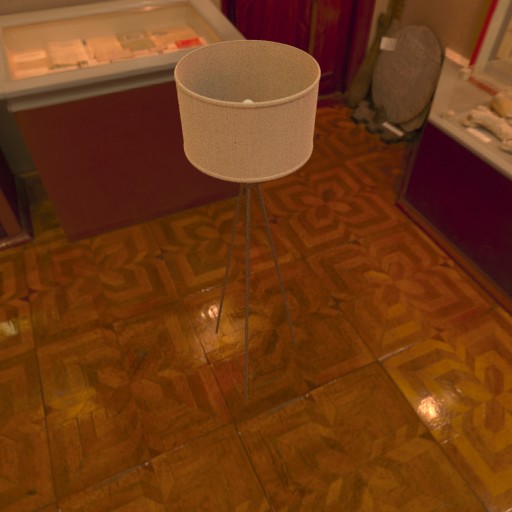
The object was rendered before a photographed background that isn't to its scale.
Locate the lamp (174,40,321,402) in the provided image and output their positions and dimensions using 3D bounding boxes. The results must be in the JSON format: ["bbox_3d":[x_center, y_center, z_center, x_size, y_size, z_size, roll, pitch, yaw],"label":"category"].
[{"bbox_3d":[0.000,0.000,1.807,0.460,1.545,0.449,-17,49,-15],"label":"lamp"}]
